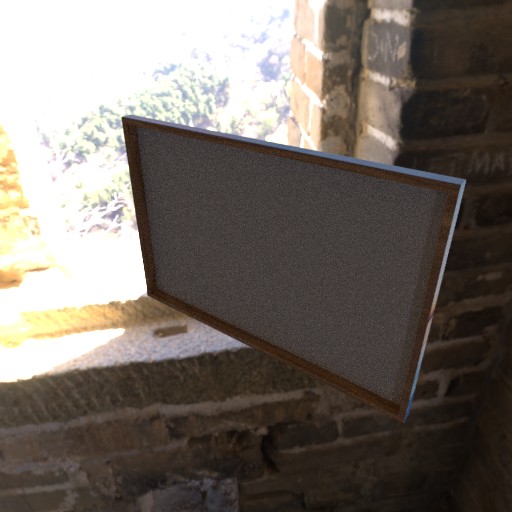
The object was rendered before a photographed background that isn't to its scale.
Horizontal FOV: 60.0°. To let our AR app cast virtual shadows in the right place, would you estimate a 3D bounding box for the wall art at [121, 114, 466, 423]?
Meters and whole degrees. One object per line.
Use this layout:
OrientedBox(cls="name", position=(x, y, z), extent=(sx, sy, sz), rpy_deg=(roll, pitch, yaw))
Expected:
OrientedBox(cls="wall art", position=(0.000, 0.000, 1.166), extent=(0.911, 0.605, 0.037), rpy_deg=(20, 35, 31))
